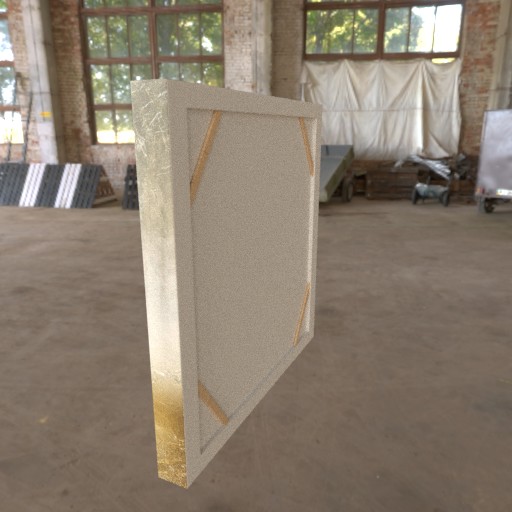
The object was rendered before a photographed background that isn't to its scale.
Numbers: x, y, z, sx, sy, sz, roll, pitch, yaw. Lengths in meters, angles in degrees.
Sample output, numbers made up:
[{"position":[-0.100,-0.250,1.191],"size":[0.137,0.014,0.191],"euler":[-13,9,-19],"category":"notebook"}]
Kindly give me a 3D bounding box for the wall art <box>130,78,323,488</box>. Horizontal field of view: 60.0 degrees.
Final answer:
[{"position":[0.000,0.000,0.598],"size":[0.038,0.407,0.405],"euler":[8,17,25],"category":"wall art"}]
